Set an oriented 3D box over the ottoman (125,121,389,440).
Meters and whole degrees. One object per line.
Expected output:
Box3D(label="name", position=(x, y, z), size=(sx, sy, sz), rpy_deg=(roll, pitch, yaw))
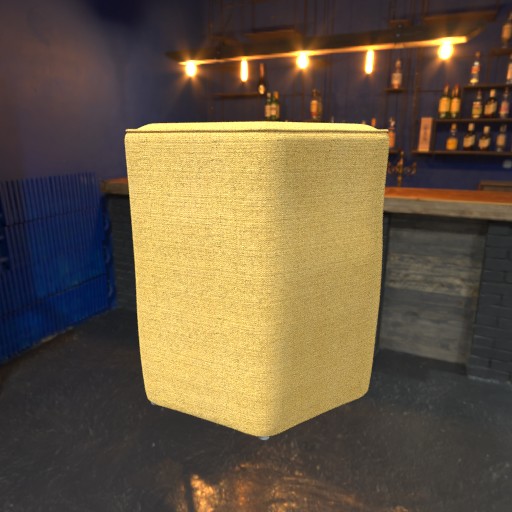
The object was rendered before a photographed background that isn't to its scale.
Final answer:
Box3D(label="ottoman", position=(0.000, 0.000, 0.888), size=(0.494, 0.502, 0.443), rpy_deg=(7, 16, 25))
